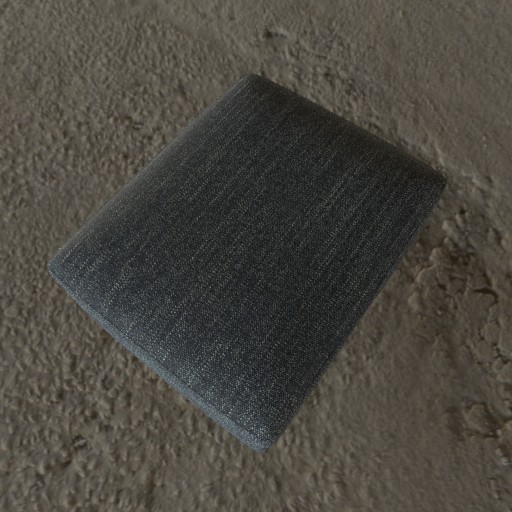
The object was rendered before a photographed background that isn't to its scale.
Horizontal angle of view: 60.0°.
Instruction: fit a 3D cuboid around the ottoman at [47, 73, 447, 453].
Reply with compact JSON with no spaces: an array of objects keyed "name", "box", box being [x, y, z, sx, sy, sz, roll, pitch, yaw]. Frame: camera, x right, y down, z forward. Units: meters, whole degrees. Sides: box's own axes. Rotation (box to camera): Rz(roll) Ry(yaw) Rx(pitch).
[{"name":"ottoman","box":[0.000,0.000,1.245,0.667,0.491,0.814,34,69,15]}]
